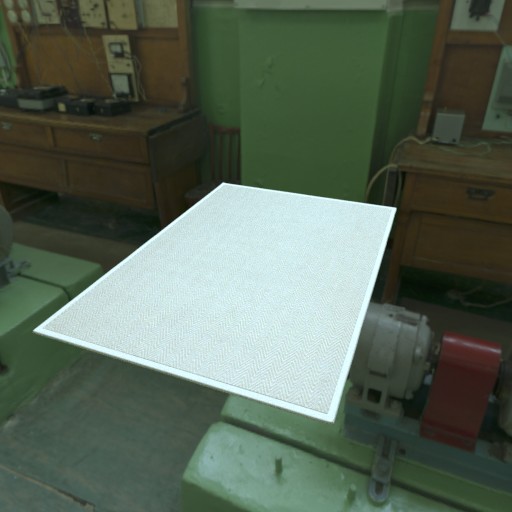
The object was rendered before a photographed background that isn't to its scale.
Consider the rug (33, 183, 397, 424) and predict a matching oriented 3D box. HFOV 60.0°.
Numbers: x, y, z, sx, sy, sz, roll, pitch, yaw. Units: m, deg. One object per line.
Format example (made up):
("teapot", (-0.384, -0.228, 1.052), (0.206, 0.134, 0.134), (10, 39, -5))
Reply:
("rug", (0.000, 0.000, 2.876), (1.532, 0.017, 2.244), (11, 32, 19))
